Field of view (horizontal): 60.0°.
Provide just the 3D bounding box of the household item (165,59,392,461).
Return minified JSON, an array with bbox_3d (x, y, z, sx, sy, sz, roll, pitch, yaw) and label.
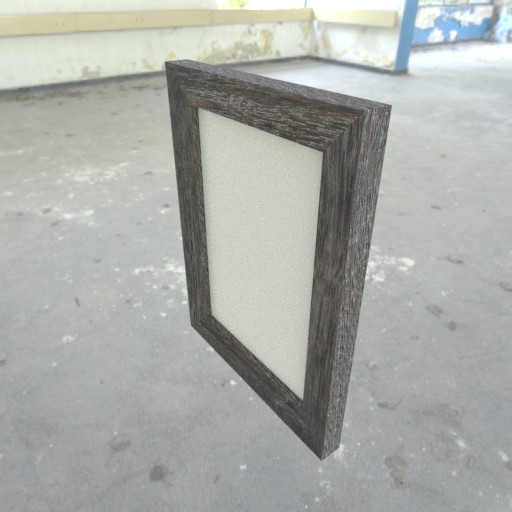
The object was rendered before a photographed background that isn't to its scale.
[{"bbox_3d":[0.000,0.000,0.278,0.020,0.210,0.160,-21,37,-31],"label":"household item"}]
